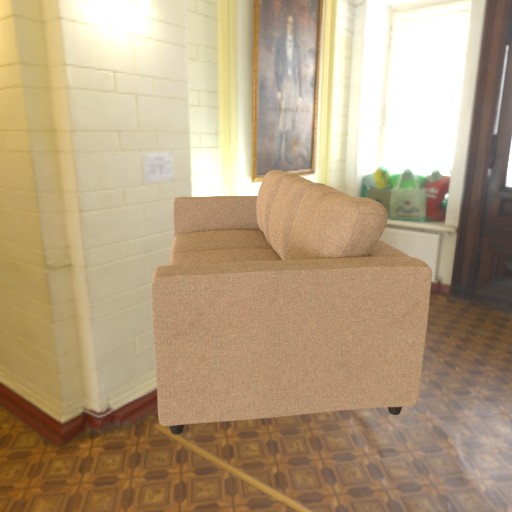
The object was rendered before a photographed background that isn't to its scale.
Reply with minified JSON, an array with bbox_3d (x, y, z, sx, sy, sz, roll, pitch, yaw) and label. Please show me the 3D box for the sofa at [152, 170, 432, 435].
[{"bbox_3d":[0.000,0.000,2.329,0.930,0.800,1.855,-2,15,-8],"label":"sofa"}]
